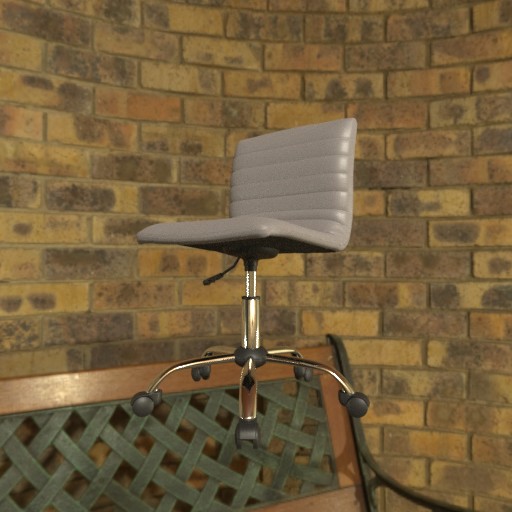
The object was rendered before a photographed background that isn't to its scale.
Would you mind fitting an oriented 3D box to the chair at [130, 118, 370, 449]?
[{"bbox_3d":[0.000,0.000,1.148,0.569,0.750,0.542,0,-1,37],"label":"chair"}]
